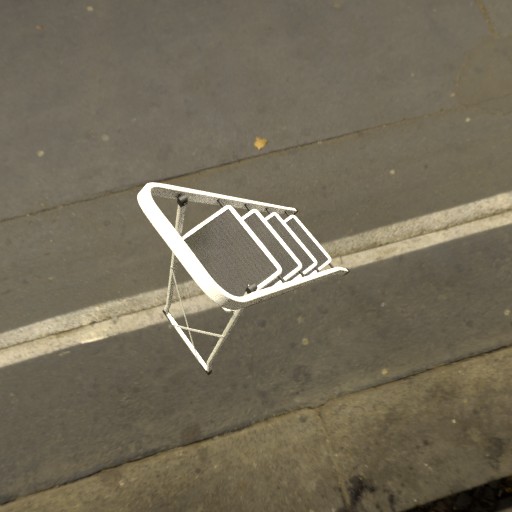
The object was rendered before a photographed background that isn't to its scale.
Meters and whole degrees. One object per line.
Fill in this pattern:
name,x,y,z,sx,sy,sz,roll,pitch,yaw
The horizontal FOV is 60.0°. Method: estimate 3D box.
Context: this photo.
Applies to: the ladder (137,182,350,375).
ladder,0.000,0.000,1.729,0.914,1.265,0.460,-36,77,-10
